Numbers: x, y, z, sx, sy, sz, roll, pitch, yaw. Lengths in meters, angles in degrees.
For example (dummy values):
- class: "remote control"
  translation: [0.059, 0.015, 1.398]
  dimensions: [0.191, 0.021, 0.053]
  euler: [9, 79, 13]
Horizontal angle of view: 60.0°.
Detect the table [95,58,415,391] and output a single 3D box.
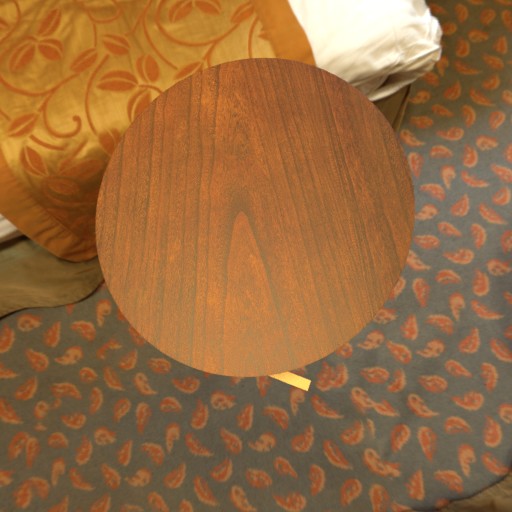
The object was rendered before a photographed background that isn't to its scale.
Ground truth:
- class: "table"
  translation: [0.000, 0.000, 1.089]
  dimensions: [0.530, 0.706, 0.577]
  euler: [20, 76, 5]
